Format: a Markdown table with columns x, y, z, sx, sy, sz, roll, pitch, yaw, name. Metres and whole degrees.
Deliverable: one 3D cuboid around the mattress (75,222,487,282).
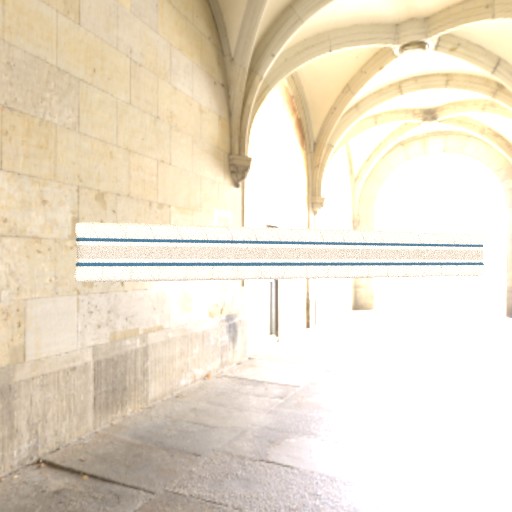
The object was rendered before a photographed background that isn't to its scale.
| x | y | z | sx | sy | sz | roll | pitch | yaw | name |
| --- | --- | --- | --- | --- | --- | --- | --- | --- | --- |
| 0.000 | 0.000 | 2.730 | 2.000 | 0.230 | 1.600 | 0 | -1 | -20 | mattress |
